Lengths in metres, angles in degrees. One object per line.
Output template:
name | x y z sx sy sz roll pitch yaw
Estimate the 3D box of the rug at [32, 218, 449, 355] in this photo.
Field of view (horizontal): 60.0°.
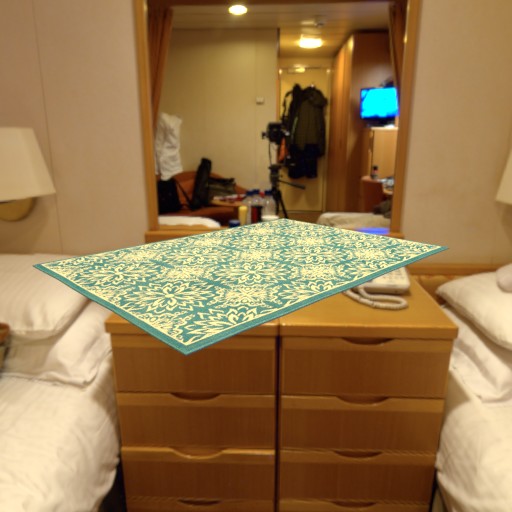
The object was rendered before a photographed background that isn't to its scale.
rug | 0.000 0.000 2.842 2.205 0.012 1.554 -14 21 -42
